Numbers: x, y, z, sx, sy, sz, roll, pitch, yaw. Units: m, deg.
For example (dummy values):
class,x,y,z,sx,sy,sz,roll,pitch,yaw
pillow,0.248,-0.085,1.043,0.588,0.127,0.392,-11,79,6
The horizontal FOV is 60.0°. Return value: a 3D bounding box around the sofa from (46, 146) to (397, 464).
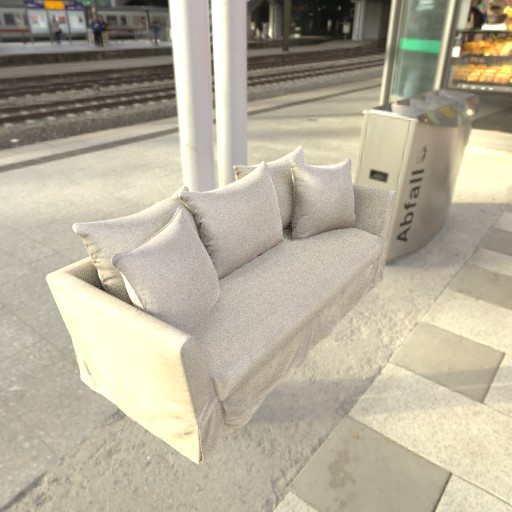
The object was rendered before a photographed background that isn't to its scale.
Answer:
class,x,y,z,sx,sy,sz,roll,pitch,yaw
sofa,0.000,0.000,2.895,1.031,1.034,2.290,19,33,32
